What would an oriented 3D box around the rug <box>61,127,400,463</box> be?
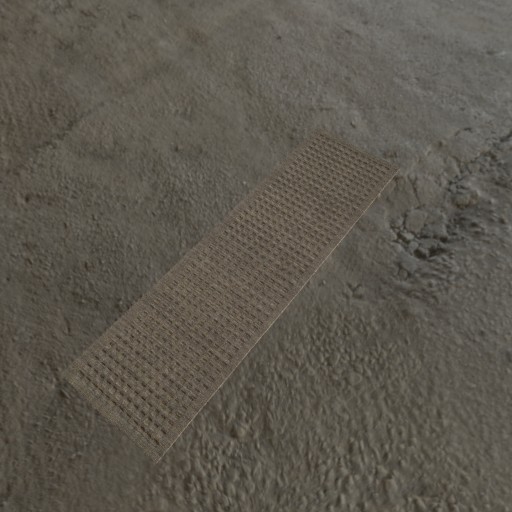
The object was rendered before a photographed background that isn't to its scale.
[{"bbox_3d":[0.000,0.000,2.736,0.706,0.009,2.443,33,62,20],"label":"rug"}]
